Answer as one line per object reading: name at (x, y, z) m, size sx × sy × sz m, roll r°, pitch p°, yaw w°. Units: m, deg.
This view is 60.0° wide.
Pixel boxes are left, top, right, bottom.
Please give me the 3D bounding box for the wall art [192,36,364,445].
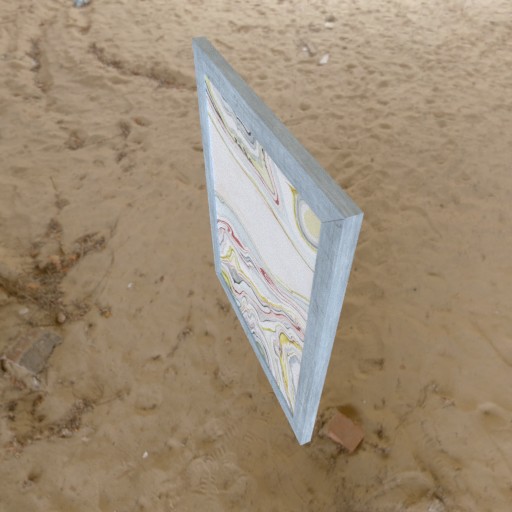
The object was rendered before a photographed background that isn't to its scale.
wall art at (0.000, 0.000, 0.790) m, size 0.022 × 0.582 × 0.479 m, roll -17°, pitch 49°, yaw -16°
